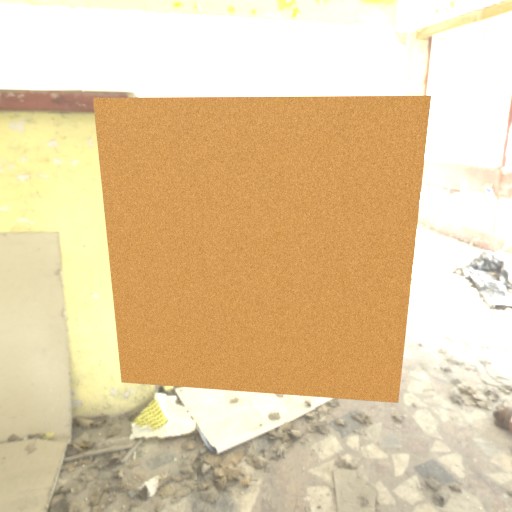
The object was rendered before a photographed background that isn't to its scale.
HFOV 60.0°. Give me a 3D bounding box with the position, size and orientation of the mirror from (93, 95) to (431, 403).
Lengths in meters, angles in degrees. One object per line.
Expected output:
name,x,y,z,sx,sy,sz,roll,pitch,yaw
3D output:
mirror,0.000,0.000,1.191,0.804,0.804,0.061,2,17,7
